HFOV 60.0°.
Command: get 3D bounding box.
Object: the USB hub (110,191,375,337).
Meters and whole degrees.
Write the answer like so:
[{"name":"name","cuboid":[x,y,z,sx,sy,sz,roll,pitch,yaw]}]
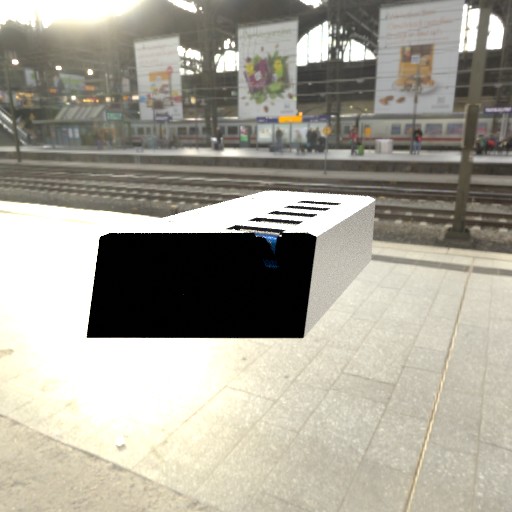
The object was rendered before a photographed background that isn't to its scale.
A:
[{"name":"USB hub","cuboid":[0.000,0.000,0.124,0.044,0.023,0.110,7,17,25]}]
